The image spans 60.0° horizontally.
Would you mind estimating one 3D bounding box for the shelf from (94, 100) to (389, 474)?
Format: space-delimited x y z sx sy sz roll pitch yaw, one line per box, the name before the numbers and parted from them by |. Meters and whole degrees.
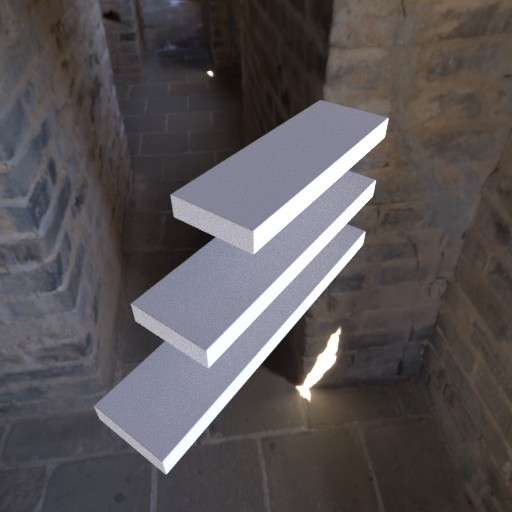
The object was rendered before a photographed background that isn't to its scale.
shelf | 0.000 0.000 0.726 0.140 0.293 0.610 25 47 26
